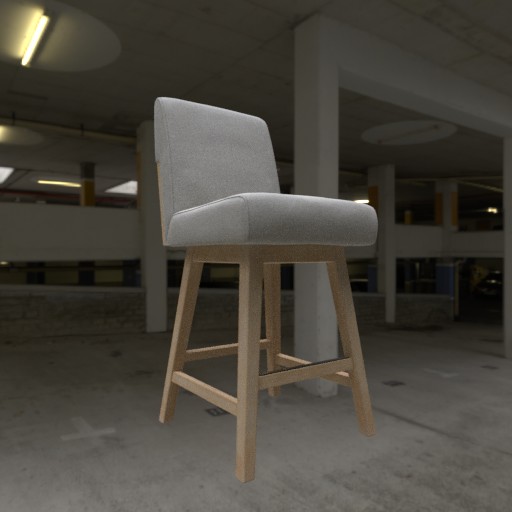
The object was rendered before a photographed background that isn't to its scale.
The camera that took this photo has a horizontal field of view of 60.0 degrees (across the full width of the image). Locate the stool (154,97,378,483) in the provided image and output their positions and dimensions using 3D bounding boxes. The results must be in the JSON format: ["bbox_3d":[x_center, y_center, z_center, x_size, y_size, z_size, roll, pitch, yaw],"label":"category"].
[{"bbox_3d":[0.000,0.000,1.418,0.507,1.085,0.606,0,1,-36],"label":"stool"}]
